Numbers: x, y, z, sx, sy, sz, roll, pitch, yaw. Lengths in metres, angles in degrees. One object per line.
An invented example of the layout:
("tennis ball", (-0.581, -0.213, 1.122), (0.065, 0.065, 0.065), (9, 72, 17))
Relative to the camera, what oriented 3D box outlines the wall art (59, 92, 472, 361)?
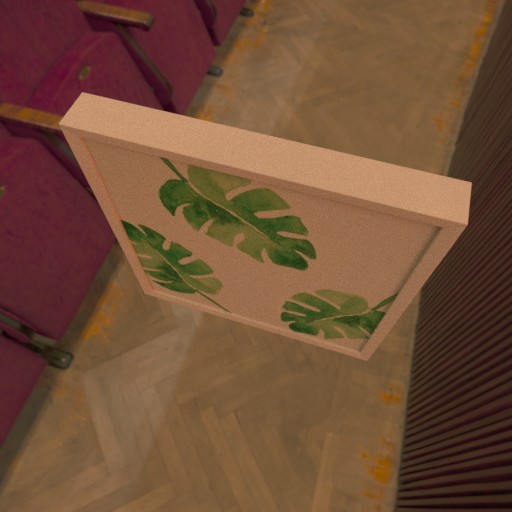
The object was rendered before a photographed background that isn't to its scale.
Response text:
("wall art", (0.000, 0.000, 0.456), (0.305, 0.305, 0.038), (15, 61, 9))
